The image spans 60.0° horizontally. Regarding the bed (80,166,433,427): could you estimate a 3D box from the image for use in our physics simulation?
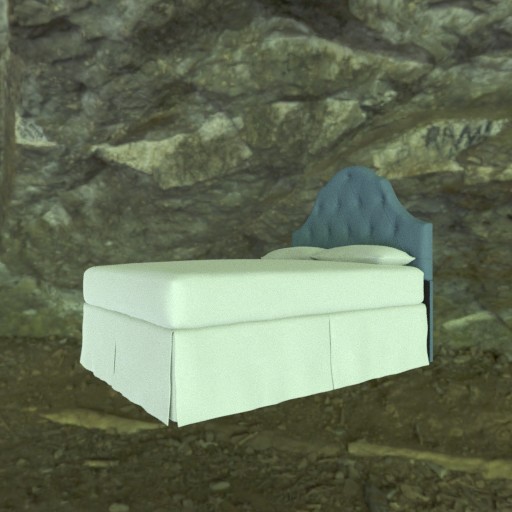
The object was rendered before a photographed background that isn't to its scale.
[{"bbox_3d":[0.000,0.000,3.285,2.155,1.575,1.636,0,0,-36],"label":"bed"}]
